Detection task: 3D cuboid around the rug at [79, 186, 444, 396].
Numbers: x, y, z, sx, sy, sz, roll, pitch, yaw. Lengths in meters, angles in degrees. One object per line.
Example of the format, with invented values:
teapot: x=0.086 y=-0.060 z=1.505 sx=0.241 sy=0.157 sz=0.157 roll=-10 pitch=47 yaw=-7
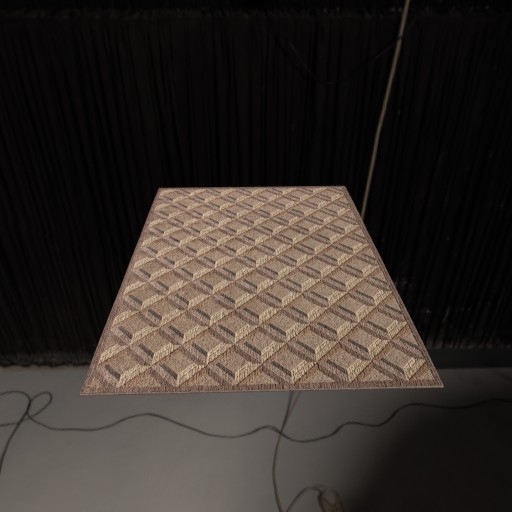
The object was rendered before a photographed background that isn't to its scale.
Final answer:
rug: x=0.000 y=0.000 z=4.269 sx=2.382 sy=0.018 sz=3.294 roll=-1 pitch=32 yaw=-1
